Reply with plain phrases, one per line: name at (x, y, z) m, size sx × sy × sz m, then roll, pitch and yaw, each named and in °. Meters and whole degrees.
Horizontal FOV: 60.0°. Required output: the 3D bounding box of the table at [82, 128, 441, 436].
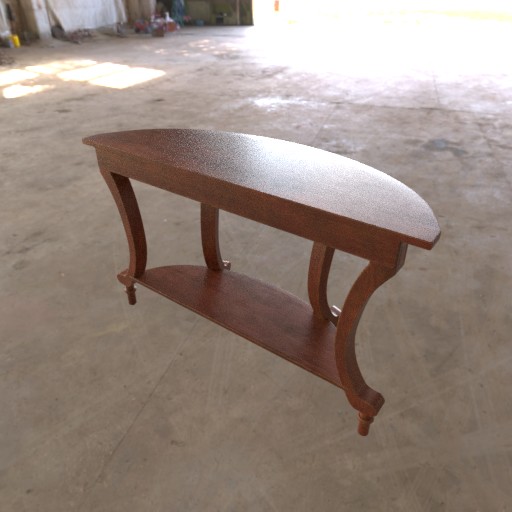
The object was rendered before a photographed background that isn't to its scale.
table at (0.000, 0.000, 1.529) m, size 1.198 × 0.699 × 0.394 m, roll 22°, pitch 38°, yaw 31°
